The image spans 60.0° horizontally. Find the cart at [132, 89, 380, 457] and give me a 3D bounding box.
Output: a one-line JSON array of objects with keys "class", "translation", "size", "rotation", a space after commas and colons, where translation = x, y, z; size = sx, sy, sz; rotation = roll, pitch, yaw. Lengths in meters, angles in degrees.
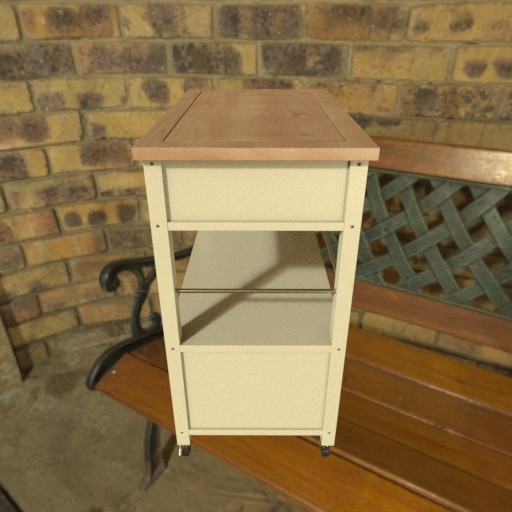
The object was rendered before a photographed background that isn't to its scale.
[{"class": "cart", "translation": [0.000, 0.000, 1.395], "size": [0.459, 0.901, 0.840], "rotation": [0, 28, 0]}]
